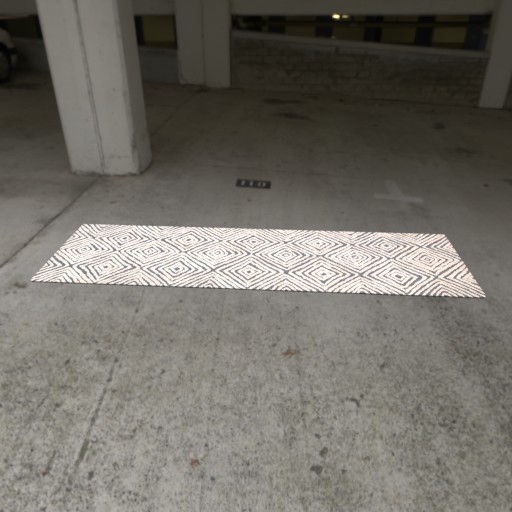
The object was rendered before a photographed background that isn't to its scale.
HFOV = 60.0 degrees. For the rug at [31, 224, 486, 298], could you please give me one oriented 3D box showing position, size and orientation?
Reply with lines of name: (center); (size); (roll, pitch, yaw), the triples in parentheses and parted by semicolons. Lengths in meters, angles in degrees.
rug: (0.000, 0.000, 2.496); (2.277, 0.008, 0.676); (2, 30, 3)
